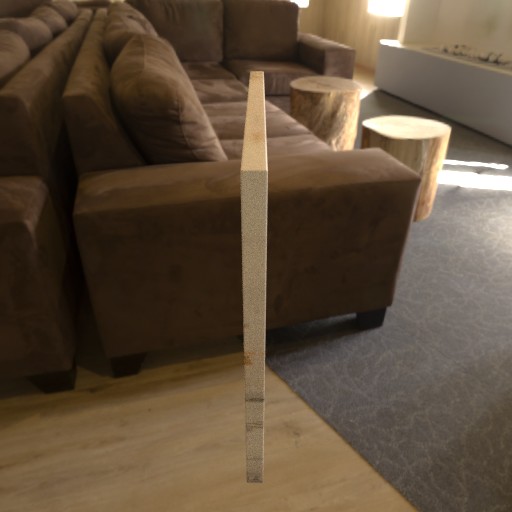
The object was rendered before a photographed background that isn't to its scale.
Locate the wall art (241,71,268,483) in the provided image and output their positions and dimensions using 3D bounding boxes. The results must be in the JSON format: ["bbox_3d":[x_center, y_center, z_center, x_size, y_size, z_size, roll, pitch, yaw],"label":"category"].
[{"bbox_3d":[0.000,0.000,1.131,0.038,0.755,0.753,0,32,0],"label":"wall art"}]
